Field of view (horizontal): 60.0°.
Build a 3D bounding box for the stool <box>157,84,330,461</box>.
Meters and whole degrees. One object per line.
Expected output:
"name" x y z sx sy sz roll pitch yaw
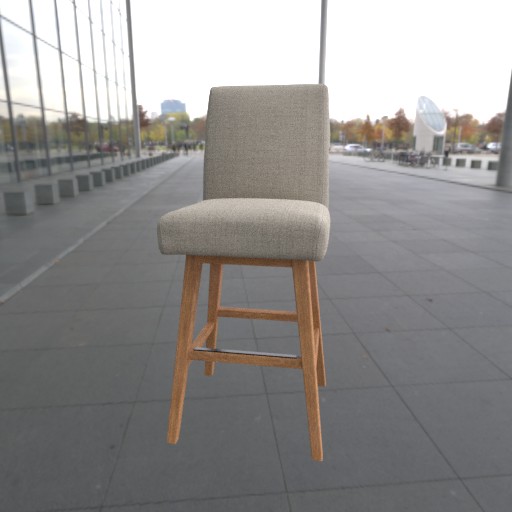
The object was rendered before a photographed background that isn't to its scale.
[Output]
"stool" 0.000 0.000 1.443 0.483 1.106 0.569 2 15 10
